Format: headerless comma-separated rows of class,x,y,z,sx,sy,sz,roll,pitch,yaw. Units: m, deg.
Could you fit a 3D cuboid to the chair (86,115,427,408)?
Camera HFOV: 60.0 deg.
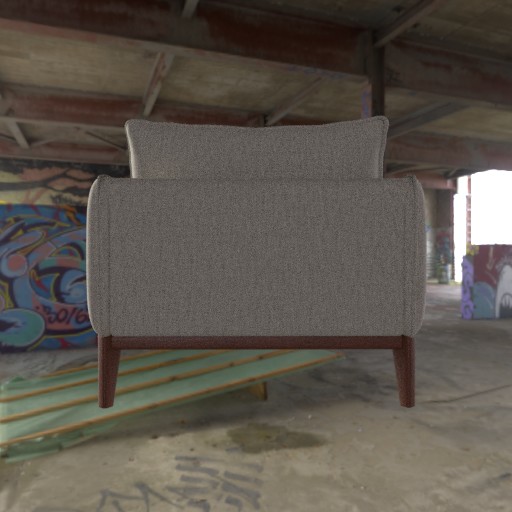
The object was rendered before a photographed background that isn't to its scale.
chair,0.000,0.000,1.708,0.994,0.855,0.991,0,1,0
